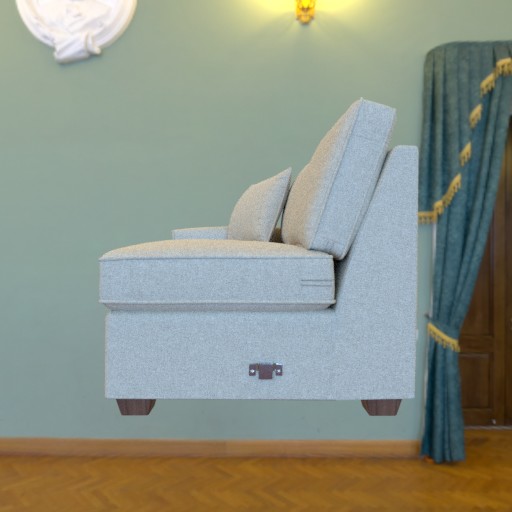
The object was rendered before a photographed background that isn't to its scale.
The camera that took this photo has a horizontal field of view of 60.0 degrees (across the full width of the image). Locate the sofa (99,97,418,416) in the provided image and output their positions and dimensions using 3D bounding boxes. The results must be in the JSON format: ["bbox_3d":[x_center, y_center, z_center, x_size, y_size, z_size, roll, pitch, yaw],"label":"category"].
[{"bbox_3d":[0.000,0.000,2.008,0.991,0.989,1.388,0,0,-1],"label":"sofa"}]
